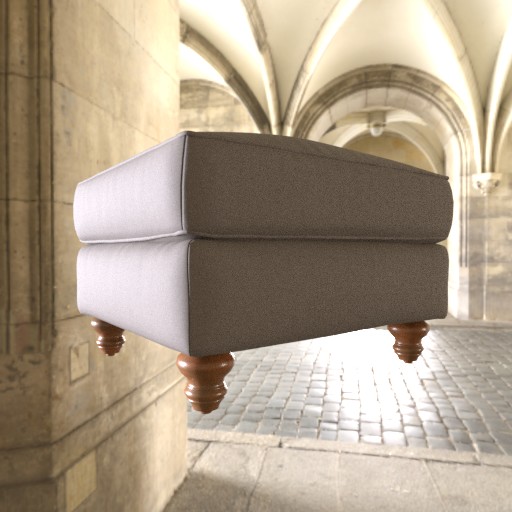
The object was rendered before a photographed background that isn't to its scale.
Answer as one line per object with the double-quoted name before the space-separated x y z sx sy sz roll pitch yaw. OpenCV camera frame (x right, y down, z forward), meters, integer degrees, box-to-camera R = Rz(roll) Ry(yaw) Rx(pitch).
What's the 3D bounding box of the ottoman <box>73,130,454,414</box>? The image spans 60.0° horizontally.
"ottoman" 0.000 0.000 1.085 0.721 0.505 0.662 -1 1 -36
